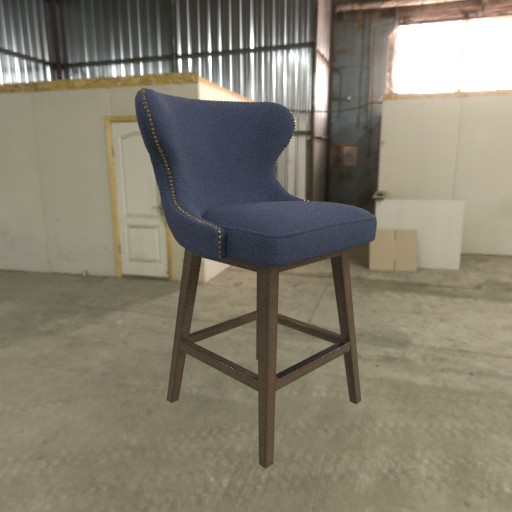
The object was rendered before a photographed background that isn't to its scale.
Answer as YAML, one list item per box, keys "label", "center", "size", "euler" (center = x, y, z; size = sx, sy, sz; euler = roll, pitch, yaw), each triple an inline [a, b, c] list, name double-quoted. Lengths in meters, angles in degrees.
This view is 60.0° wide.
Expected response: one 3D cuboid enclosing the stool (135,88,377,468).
- label: "stool"
  center: [0.000, 0.000, 1.373]
  size: [0.615, 0.972, 0.597]
  euler: [-13, 18, -43]
